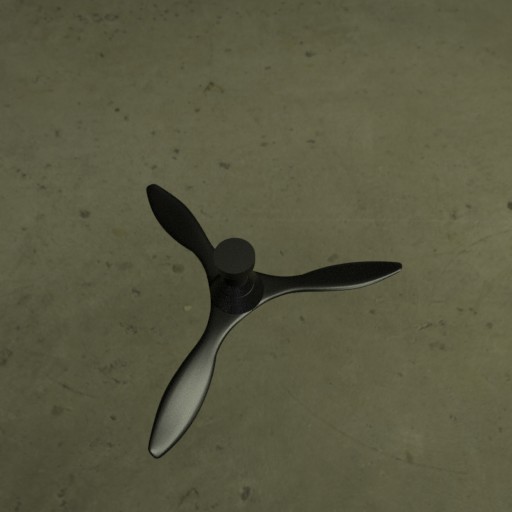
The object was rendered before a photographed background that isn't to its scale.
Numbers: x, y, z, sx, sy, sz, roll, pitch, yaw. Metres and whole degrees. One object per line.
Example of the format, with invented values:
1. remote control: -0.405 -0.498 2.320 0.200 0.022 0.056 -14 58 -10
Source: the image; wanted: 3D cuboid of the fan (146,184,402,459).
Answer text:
1. fan: 0.000 0.000 1.636 1.067 0.305 1.067 -17 61 -10
